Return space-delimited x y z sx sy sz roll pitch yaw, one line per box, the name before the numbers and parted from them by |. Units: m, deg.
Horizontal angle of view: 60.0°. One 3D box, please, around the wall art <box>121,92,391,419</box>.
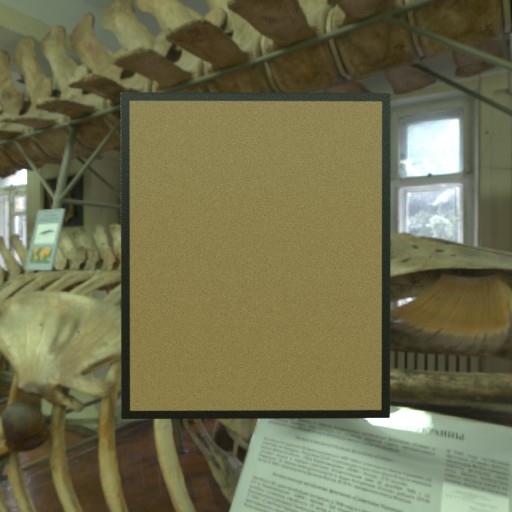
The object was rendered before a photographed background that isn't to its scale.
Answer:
wall art | 0.000 0.000 0.798 0.481 0.582 0.018 0 0 0
